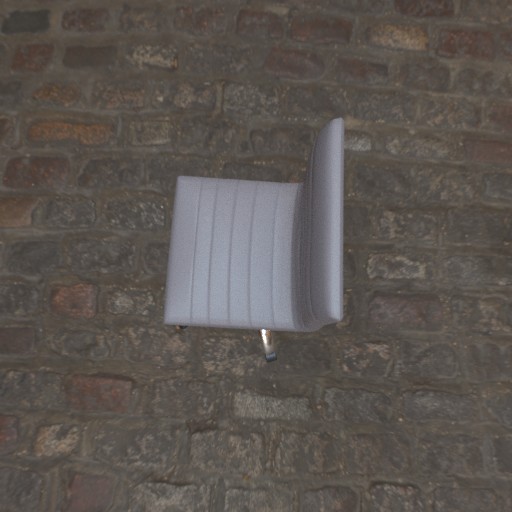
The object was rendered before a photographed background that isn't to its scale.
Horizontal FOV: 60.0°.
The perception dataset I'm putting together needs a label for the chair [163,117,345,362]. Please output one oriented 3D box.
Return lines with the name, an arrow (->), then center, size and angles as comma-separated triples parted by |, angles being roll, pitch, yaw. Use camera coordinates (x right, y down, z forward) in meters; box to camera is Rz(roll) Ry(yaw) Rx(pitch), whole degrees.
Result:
chair -> 0.000, 0.000, 1.180 | 0.530, 0.780, 0.556 | 3, 77, 1
